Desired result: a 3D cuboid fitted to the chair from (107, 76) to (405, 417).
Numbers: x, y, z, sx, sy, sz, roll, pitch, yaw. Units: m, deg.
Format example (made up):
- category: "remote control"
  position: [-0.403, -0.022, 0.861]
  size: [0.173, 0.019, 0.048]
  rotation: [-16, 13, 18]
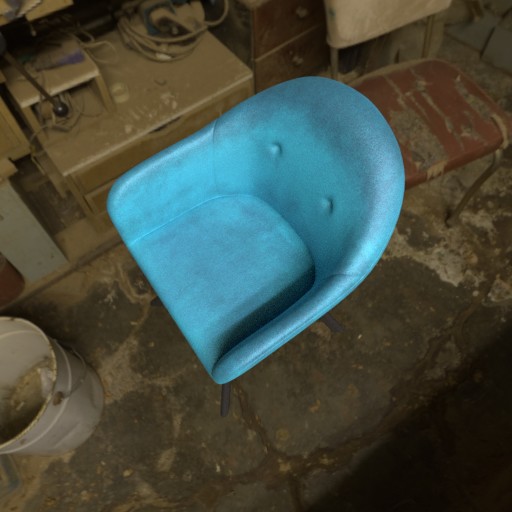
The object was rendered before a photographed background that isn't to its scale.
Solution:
- category: "chair"
  position: [0.000, 0.000, 1.160]
  size: [0.570, 0.780, 0.540]
  rotation: [-32, 67, -16]
